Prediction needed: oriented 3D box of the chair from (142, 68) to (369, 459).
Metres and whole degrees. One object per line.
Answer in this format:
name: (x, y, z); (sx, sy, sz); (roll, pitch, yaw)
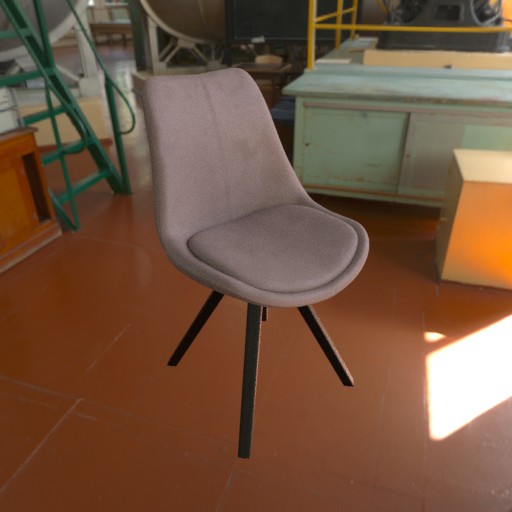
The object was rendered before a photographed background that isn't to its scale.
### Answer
chair: (0.000, 0.000, 1.188); (0.483, 0.865, 0.547); (-21, 37, -32)
